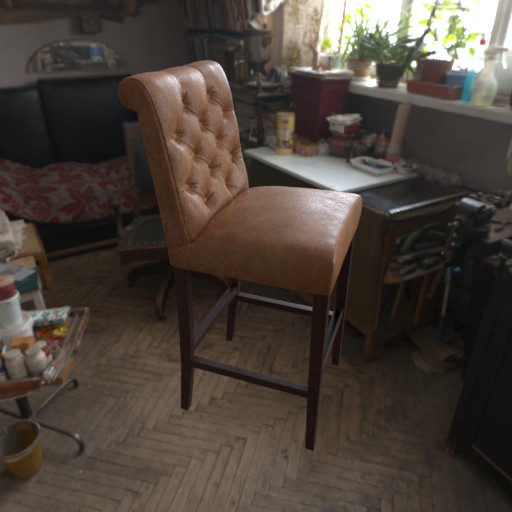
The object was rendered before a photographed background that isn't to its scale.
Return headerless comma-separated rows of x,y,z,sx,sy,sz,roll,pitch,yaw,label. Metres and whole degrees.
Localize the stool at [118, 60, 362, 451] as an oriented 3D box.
0.000,0.000,1.465,0.601,1.140,0.493,10,31,18,stool
